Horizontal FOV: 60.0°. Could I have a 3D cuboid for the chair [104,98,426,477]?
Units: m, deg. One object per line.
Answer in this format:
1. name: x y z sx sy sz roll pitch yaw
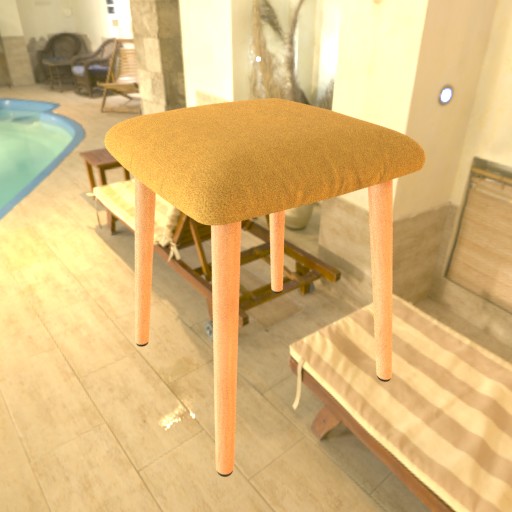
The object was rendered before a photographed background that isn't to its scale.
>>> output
1. chair: 0.000 0.000 0.707 0.350 0.440 0.350 -18 35 -28
